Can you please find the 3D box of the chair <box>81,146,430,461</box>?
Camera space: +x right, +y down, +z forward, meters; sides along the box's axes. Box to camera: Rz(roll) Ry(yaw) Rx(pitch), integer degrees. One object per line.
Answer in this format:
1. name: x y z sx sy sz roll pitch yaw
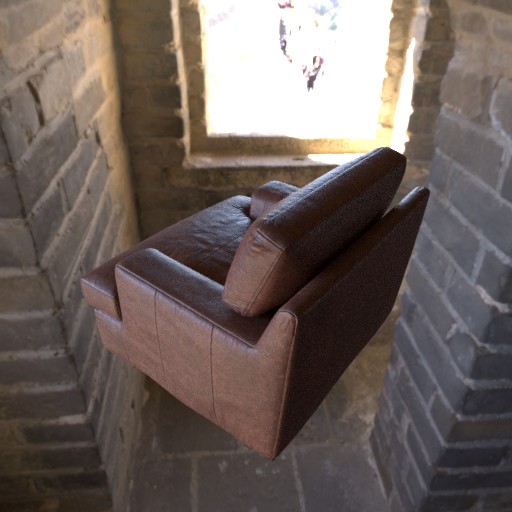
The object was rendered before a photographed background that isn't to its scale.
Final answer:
1. chair: 0.000 0.000 2.027 1.143 0.939 1.168 22 38 31
